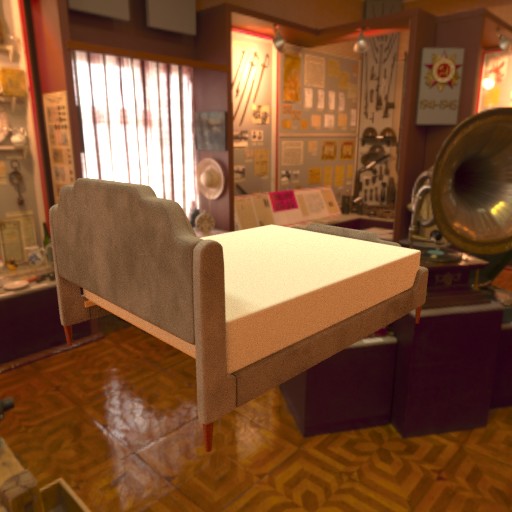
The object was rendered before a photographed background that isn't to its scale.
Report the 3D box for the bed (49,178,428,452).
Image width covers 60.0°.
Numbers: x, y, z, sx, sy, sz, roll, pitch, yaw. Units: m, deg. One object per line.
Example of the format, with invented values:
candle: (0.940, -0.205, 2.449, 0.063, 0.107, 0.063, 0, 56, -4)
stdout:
bed: (0.000, 0.000, 3.327, 2.340, 1.245, 1.676, -14, 20, -43)
